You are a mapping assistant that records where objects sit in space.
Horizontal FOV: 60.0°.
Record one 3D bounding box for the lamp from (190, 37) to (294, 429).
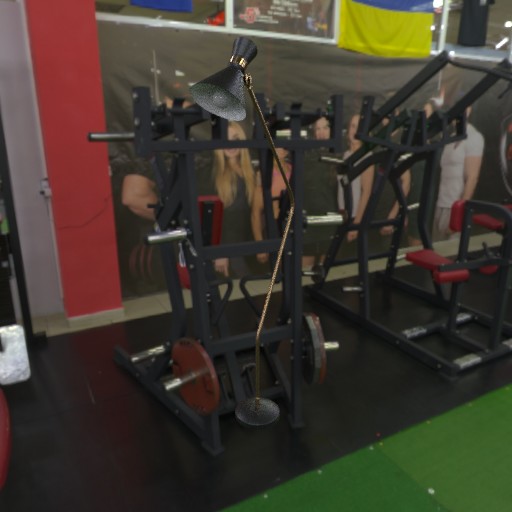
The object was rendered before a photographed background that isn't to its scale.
[{"bbox_3d":[0.000,0.000,1.607,0.467,1.438,0.277,-8,19,-25],"label":"lamp"}]
